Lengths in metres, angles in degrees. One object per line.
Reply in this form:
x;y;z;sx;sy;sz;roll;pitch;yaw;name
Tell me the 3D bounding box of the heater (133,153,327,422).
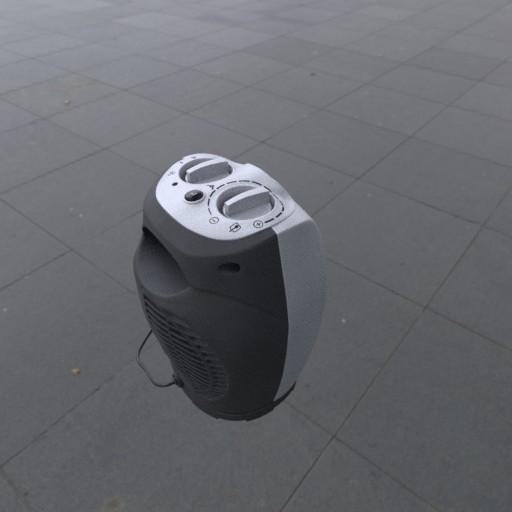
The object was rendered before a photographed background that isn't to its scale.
0.000;0.000;0.491;0.291;0.255;0.239;-25;46;-27;heater
